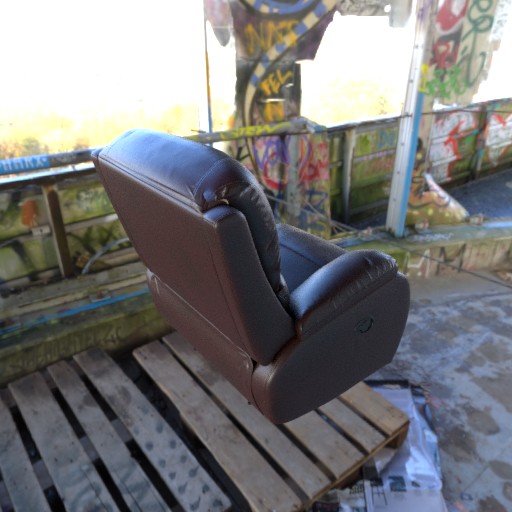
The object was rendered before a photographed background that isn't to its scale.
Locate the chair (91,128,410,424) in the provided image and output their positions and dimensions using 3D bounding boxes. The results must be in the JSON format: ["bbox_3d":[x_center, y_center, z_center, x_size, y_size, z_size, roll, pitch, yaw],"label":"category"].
[{"bbox_3d":[0.000,0.000,1.760,0.899,1.011,0.930,-19,33,-33],"label":"chair"}]
